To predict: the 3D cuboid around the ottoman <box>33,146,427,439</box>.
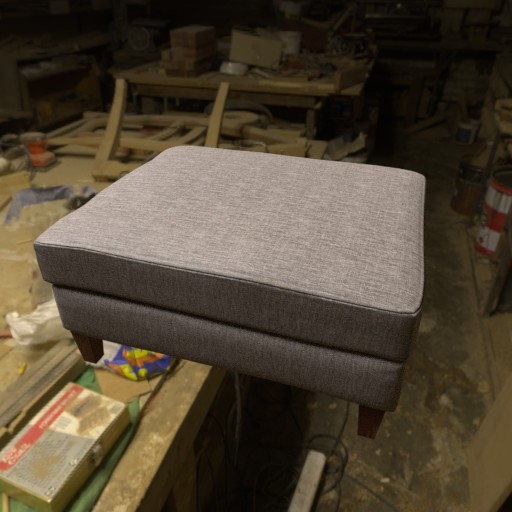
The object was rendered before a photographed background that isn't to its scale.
[{"bbox_3d":[0.000,0.000,1.453,0.994,0.492,0.839,10,34,15],"label":"ottoman"}]
